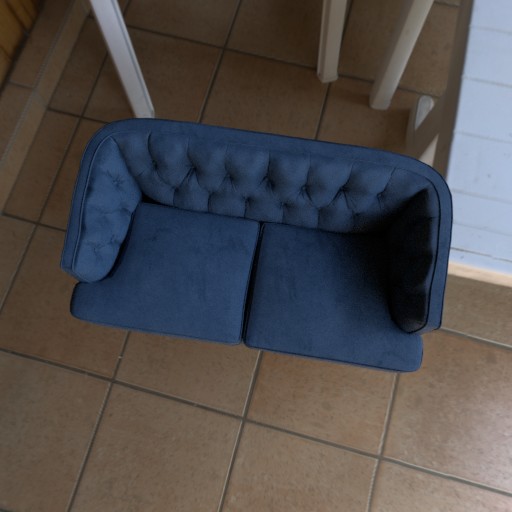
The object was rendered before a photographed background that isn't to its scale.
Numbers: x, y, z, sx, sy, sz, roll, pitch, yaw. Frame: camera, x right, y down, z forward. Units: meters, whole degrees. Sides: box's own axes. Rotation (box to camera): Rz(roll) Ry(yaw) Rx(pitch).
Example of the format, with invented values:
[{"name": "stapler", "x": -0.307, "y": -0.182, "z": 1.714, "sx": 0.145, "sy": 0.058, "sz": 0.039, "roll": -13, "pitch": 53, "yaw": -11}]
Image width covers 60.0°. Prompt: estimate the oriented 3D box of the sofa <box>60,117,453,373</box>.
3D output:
[{"name": "sofa", "x": 0.000, "y": 0.000, "z": 2.272, "sx": 1.733, "sy": 0.854, "sz": 0.941, "roll": 9, "pitch": 75, "yaw": 2}]
